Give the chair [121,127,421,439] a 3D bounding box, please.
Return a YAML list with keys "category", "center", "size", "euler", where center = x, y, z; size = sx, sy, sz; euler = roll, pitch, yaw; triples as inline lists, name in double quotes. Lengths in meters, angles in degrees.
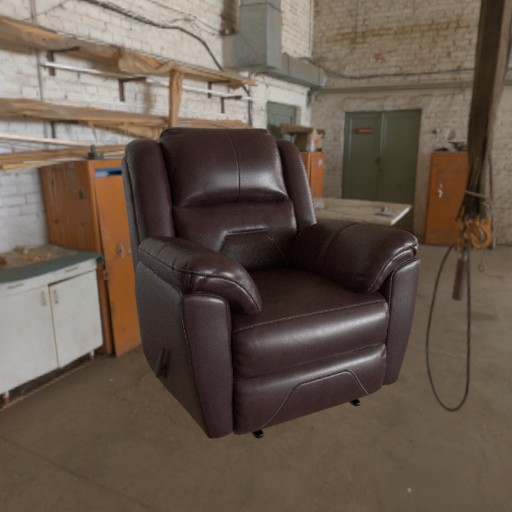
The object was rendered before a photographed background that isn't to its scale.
- category: "chair"
  center: [0.000, 0.000, 1.925]
  size: [0.990, 1.093, 1.041]
  euler: [-7, 16, -26]
